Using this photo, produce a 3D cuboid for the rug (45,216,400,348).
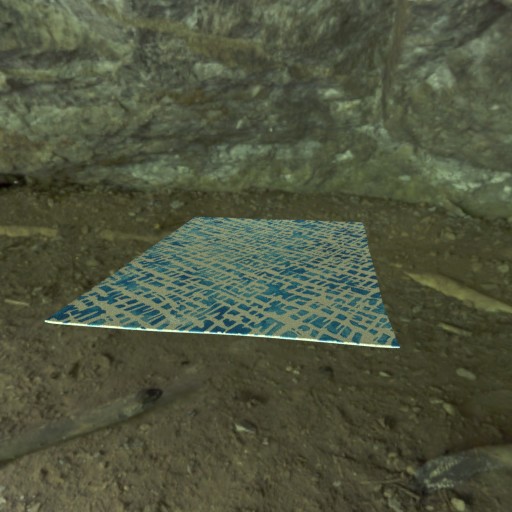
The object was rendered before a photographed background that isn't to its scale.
[{"bbox_3d":[0.000,0.000,2.325,1.209,0.011,1.830,3,17,9],"label":"rug"}]
